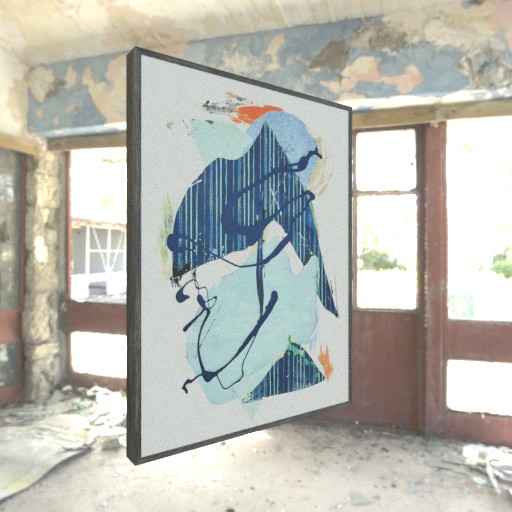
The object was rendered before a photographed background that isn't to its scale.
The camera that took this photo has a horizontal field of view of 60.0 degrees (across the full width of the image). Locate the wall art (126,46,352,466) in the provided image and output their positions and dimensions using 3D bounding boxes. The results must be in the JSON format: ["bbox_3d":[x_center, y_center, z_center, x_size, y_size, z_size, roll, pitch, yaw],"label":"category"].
[{"bbox_3d":[0.000,0.000,1.318,0.762,1.016,0.063,0,0,-35],"label":"wall art"}]
